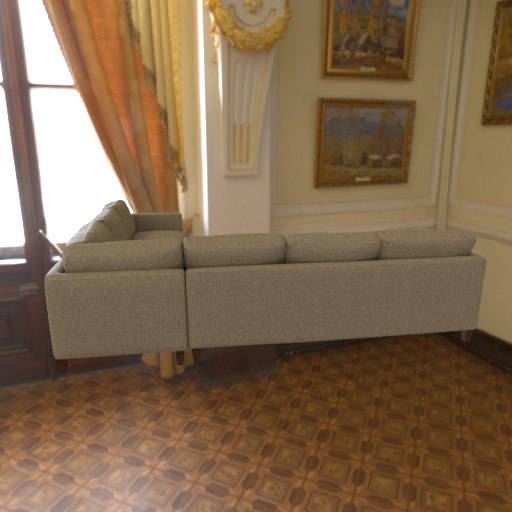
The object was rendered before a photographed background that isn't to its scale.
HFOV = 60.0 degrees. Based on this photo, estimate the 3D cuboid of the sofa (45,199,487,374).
[{"bbox_3d":[0.000,0.000,4.454,3.302,0.947,2.593,-2,15,-9],"label":"sofa"}]
